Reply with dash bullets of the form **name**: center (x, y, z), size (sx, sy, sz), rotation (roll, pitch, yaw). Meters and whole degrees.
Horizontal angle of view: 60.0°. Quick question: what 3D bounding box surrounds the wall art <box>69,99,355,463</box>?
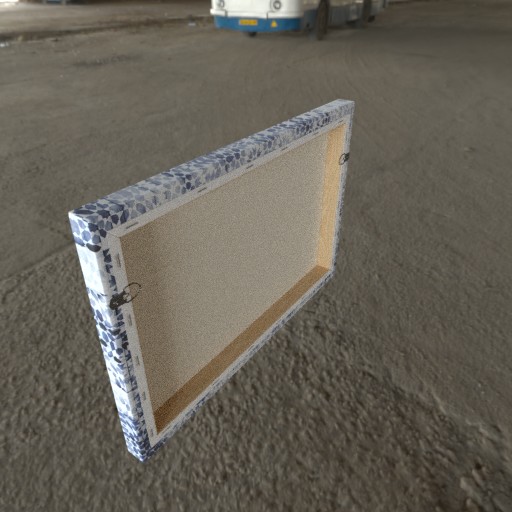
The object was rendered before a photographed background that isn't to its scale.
- **wall art**: center (0.000, 0.000, 1.142), size (0.057, 0.608, 0.911), rotation (21, 38, 30)
